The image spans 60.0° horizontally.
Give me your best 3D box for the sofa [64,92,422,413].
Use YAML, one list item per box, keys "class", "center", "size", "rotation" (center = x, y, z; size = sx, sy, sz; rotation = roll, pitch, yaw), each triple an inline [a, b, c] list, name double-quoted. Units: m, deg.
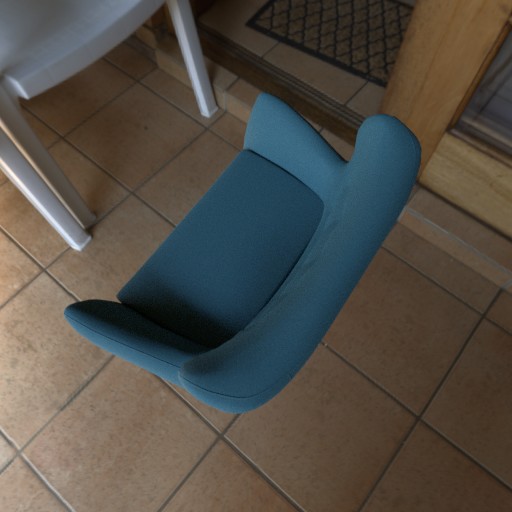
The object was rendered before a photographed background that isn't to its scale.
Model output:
- class: "sofa"
  center: [0.000, 0.000, 1.966]
  size: [0.889, 0.889, 1.397]
  rotation: [31, 68, 14]
